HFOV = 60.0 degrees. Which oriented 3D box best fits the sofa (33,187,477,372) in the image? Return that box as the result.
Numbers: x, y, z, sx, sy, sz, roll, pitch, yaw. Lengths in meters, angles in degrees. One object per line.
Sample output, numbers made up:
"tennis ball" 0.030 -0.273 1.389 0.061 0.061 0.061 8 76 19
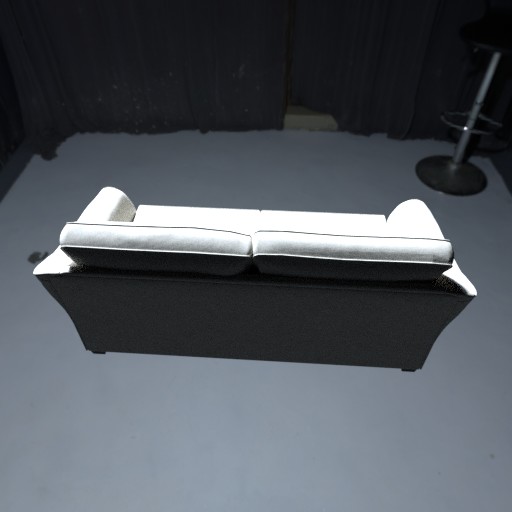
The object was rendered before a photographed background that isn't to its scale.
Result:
"sofa" 0.000 0.000 2.751 2.270 0.965 0.980 3 46 3
